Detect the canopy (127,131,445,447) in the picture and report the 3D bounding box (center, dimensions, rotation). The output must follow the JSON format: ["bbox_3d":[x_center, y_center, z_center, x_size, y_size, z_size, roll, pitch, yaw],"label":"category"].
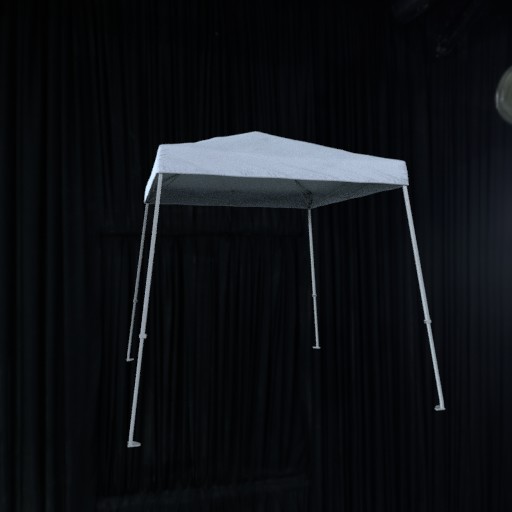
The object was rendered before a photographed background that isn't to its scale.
[{"bbox_3d":[0.000,0.000,6.434,3.599,3.600,3.600,0,0,-16],"label":"canopy"}]
